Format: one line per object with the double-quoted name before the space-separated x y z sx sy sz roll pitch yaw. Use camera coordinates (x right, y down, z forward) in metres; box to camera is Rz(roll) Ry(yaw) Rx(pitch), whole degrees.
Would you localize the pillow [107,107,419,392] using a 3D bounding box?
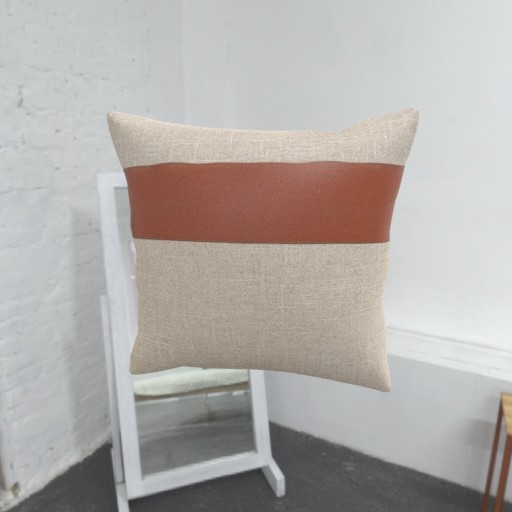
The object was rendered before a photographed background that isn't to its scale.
"pillow" 0.000 0.000 0.632 0.414 0.399 0.173 2 14 7
